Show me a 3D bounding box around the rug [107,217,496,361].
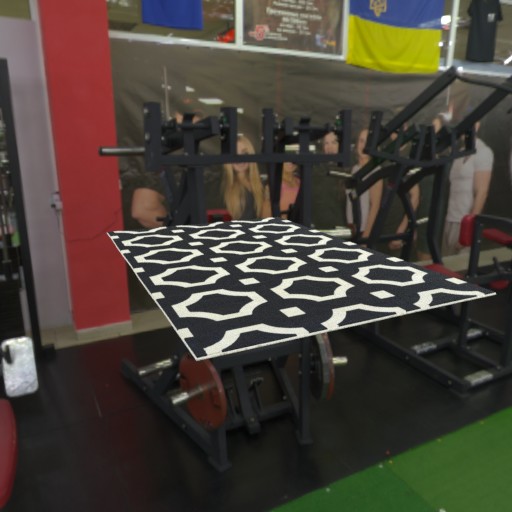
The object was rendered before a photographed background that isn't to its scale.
[{"bbox_3d":[0.000,0.000,2.871,1.555,0.016,2.286,-7,17,-25],"label":"rug"}]
